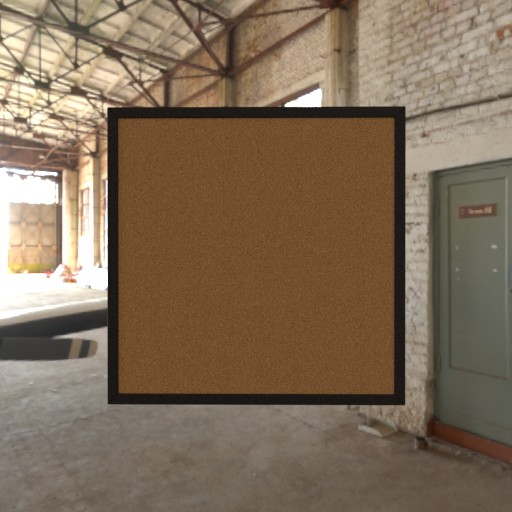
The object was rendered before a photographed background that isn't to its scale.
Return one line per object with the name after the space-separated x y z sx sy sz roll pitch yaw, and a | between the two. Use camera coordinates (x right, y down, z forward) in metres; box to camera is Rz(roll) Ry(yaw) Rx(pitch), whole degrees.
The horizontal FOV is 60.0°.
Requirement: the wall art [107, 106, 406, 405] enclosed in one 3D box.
0.000 0.000 1.152 0.763 0.763 0.037 0 0 1 | wall art
